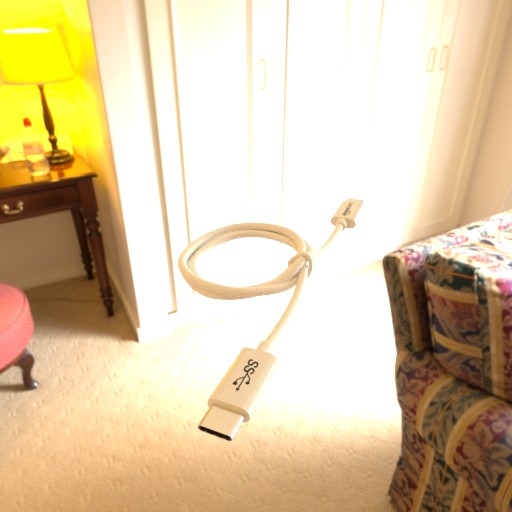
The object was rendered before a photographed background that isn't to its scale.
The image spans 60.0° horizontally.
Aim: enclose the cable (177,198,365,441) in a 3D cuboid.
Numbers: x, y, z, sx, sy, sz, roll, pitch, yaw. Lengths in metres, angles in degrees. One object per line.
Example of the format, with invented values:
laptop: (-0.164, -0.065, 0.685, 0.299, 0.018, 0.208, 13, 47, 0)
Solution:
cable: (0.000, 0.000, 0.208, 0.070, 0.014, 0.186, 12, 32, 20)
